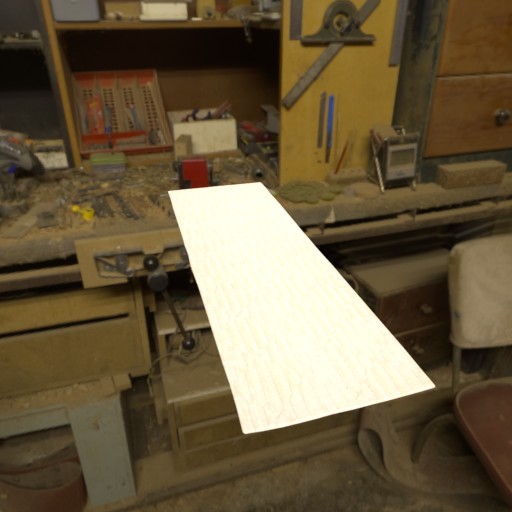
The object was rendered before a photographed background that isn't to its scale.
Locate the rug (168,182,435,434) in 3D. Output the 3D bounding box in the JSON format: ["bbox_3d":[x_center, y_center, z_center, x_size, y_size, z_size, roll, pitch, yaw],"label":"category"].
[{"bbox_3d":[0.000,0.000,2.669,0.793,0.014,2.450,-8,30,-14],"label":"rug"}]
